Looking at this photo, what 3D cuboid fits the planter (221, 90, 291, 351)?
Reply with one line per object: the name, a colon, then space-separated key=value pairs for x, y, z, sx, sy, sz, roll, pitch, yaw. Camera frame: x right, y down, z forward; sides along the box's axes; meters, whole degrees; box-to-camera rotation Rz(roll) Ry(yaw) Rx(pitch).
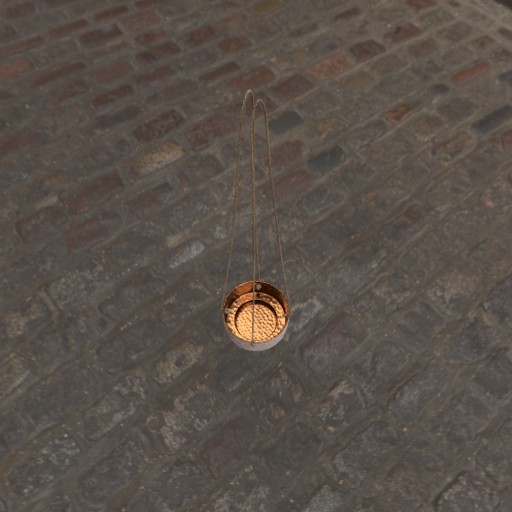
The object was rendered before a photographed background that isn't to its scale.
planter: x=0.000 y=0.000 z=1.128 sx=0.223 sy=1.030 sz=0.223 roll=-37 pitch=68 yaw=-18
